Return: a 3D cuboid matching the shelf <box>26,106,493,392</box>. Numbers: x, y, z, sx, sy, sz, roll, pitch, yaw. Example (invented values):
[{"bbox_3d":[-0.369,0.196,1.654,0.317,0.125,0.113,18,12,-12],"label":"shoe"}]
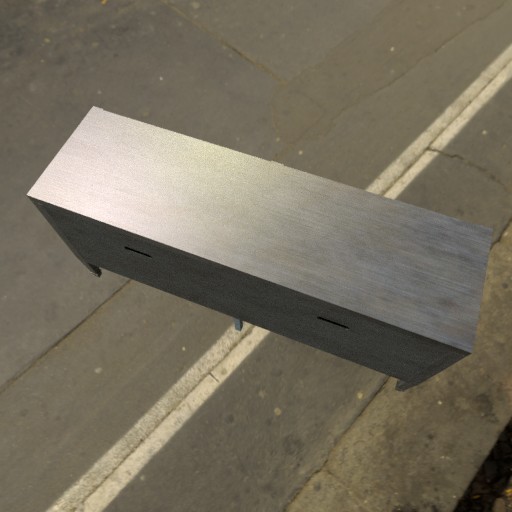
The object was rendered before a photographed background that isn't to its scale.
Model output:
[{"bbox_3d":[0.000,0.000,1.876,1.575,0.719,0.479,19,65,9],"label":"shelf"}]
